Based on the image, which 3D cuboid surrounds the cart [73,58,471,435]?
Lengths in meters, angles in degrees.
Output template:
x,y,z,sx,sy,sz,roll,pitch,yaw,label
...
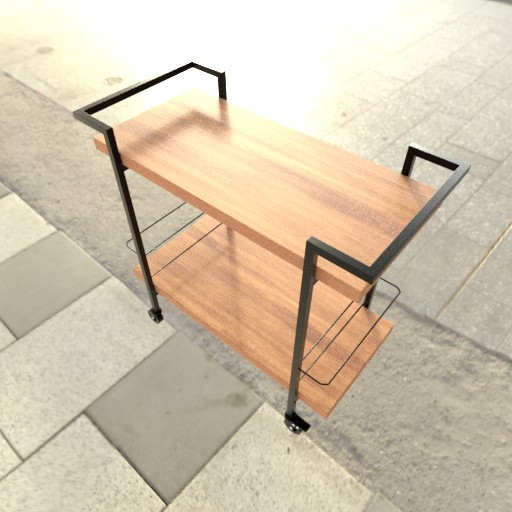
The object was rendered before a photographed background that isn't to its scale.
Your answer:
x,y,z,sx,sy,sz,roll,pitch,yaw,label
0.000,0.000,1.249,0.806,0.762,0.406,31,54,26,cart
